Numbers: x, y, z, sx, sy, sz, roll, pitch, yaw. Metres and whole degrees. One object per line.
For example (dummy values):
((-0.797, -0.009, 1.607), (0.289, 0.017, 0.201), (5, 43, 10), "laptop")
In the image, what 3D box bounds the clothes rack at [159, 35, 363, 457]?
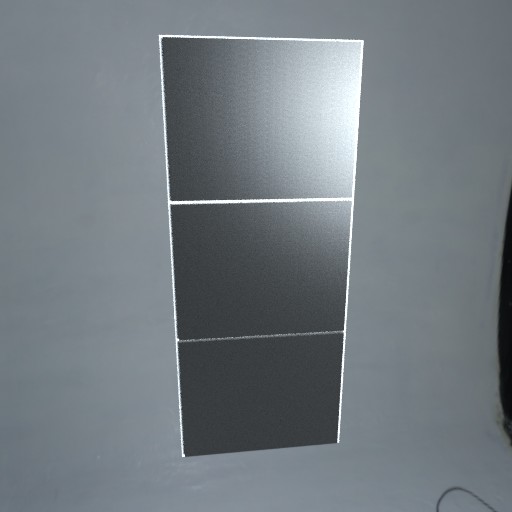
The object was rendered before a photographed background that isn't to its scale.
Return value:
((0.000, 0.000, 1.384), (0.500, 1.187, 0.330), (-2, 16, -7), "clothes rack")
